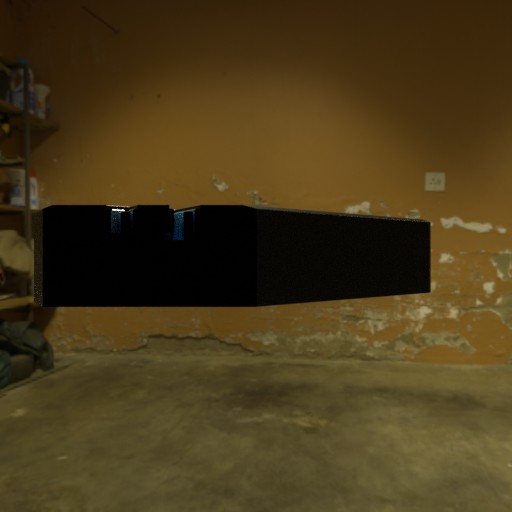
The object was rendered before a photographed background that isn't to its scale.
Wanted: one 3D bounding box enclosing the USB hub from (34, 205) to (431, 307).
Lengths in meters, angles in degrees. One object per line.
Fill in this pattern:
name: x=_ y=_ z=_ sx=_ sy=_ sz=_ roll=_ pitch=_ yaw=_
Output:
USB hub: x=0.000 y=0.000 z=0.127 sx=0.110 sy=0.023 sz=0.044 roll=0 pitch=0 yaw=-35
